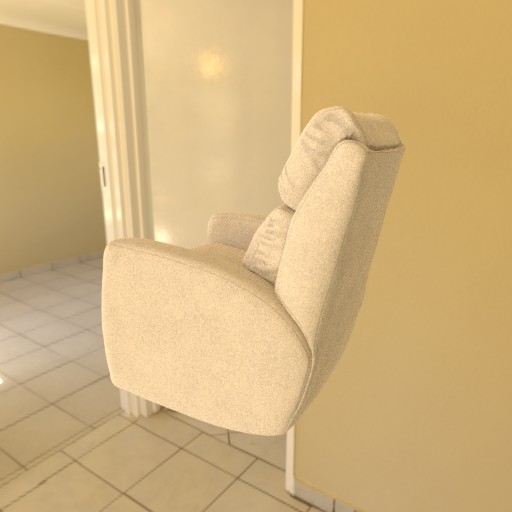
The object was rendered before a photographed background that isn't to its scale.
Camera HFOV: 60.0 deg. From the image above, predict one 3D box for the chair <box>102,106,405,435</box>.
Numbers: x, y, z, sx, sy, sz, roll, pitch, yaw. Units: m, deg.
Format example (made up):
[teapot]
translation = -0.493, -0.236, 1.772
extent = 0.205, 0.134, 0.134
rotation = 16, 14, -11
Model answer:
[chair]
translation = 0.000, 0.000, 1.658
extent = 0.940, 1.021, 0.794
rotation = 7, 17, 25
